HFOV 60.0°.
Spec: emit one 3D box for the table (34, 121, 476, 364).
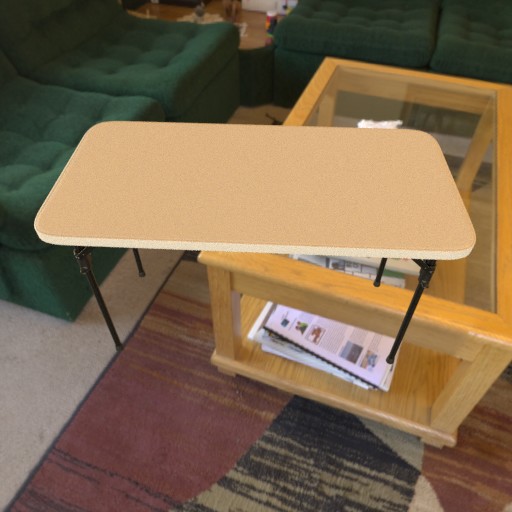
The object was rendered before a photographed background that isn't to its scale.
[{"bbox_3d":[0.000,0.000,1.642,1.219,0.729,0.610,2,46,2],"label":"table"}]
